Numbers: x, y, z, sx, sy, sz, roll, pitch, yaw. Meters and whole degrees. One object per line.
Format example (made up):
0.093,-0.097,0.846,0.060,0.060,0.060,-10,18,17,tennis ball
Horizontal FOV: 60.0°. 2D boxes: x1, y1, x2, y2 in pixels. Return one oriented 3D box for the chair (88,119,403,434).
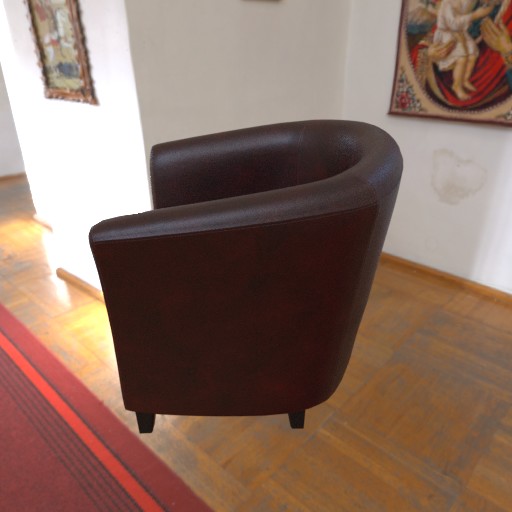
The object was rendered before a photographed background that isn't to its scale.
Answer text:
0.000,0.000,1.351,0.727,0.756,0.792,-1,27,-2,chair
